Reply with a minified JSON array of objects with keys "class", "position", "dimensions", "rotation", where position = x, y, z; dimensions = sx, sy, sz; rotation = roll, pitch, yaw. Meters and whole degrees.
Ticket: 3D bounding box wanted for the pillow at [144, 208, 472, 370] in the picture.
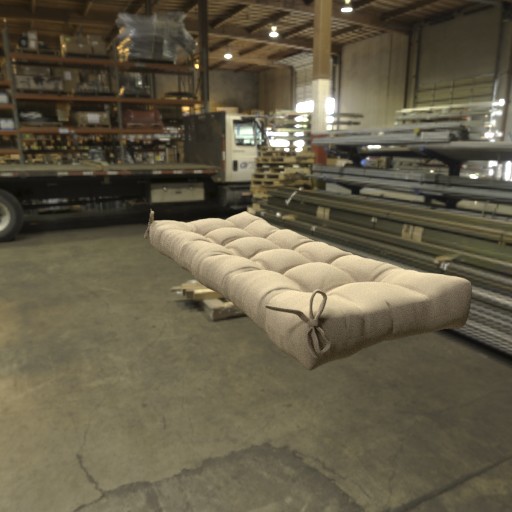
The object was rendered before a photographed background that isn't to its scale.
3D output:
[{"class":"pillow","position":[0.000,0.000,1.350],"dimensions":[0.511,0.174,1.194],"rotation":[-7,16,-27]}]
